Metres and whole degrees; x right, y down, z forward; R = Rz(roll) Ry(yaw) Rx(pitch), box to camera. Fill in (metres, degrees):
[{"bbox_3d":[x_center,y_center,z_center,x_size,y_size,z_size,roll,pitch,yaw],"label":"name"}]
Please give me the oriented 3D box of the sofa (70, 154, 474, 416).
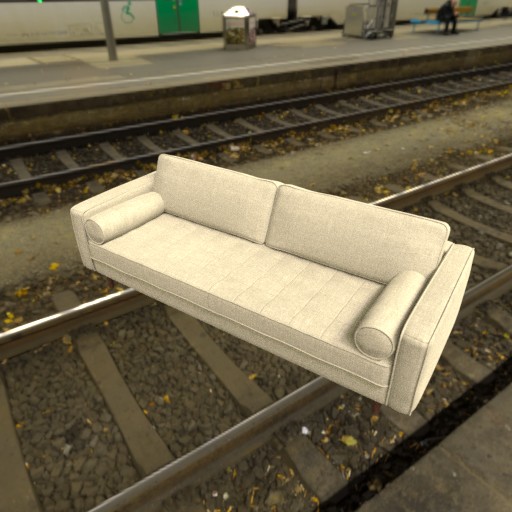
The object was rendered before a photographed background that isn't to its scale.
[{"bbox_3d":[0.000,0.000,2.618,2.211,0.762,0.914,19,36,28],"label":"sofa"}]
